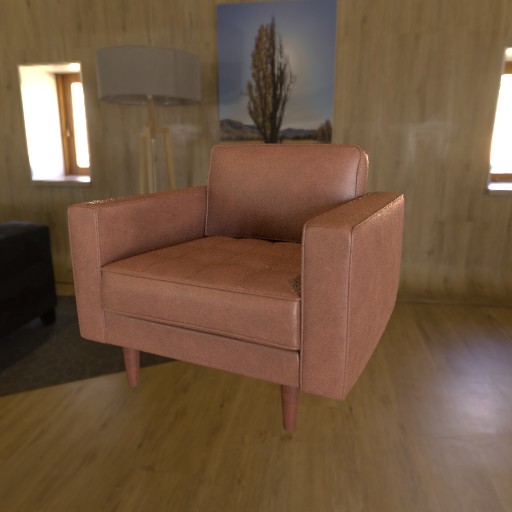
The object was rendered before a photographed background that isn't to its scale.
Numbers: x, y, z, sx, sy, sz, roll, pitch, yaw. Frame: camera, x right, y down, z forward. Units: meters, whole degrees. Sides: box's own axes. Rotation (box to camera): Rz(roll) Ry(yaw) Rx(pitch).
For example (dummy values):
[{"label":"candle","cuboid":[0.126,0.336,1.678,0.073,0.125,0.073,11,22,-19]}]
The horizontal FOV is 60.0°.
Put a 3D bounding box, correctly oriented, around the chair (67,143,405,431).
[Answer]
[{"label":"chair","cuboid":[0.000,0.000,1.565,0.920,0.770,0.900,7,16,25]}]
